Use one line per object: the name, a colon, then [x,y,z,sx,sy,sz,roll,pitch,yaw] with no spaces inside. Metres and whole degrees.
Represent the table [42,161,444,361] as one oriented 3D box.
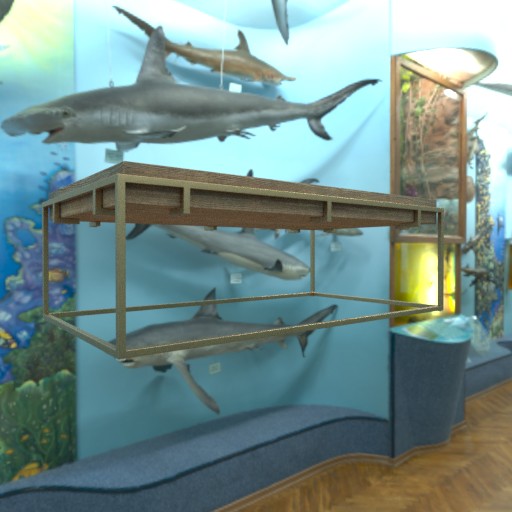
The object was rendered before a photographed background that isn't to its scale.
table: [0.000,0.000,1.742,1.387,0.468,0.775,-1,1,-37]
